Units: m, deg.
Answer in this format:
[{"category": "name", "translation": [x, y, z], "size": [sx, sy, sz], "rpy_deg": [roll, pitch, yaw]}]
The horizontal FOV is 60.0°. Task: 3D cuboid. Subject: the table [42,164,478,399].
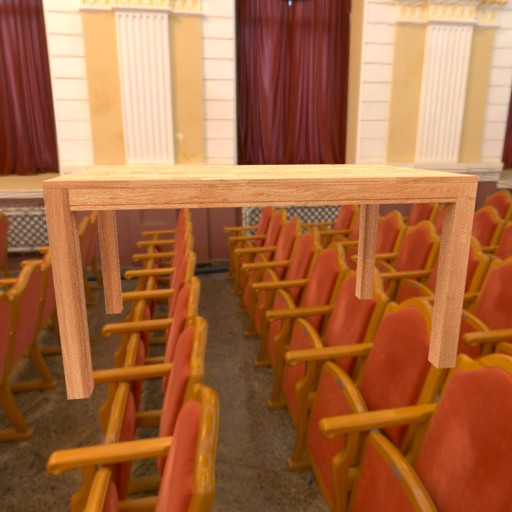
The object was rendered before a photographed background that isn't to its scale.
[{"category": "table", "translation": [0.000, 0.000, 2.027], "size": [1.500, 0.770, 0.900], "rpy_deg": [-2, 15, -9]}]
